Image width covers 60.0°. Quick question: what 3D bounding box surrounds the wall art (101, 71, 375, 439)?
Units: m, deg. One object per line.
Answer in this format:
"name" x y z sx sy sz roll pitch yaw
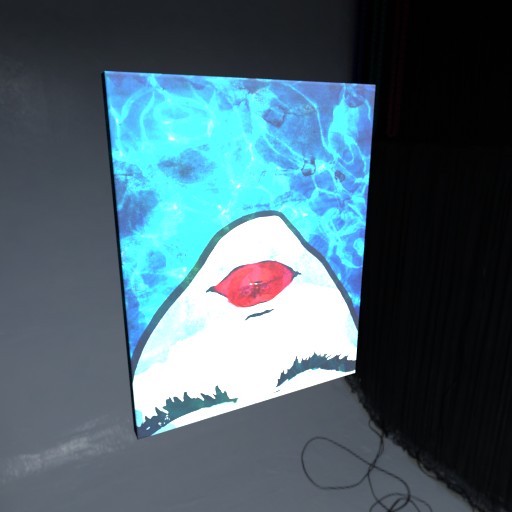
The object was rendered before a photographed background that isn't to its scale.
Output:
"wall art" 0.000 0.000 1.025 0.609 0.760 0.038 -8 18 -26
